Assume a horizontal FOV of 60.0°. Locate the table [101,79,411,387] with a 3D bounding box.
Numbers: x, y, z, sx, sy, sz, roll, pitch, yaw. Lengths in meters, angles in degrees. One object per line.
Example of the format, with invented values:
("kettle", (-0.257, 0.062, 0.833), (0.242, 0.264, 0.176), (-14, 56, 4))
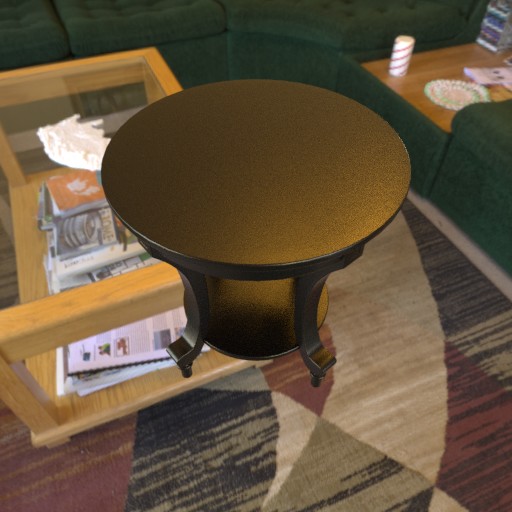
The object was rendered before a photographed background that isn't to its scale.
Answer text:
("table", (0.000, 0.000, 1.101), (0.597, 0.618, 0.597), (0, 48, 0))
